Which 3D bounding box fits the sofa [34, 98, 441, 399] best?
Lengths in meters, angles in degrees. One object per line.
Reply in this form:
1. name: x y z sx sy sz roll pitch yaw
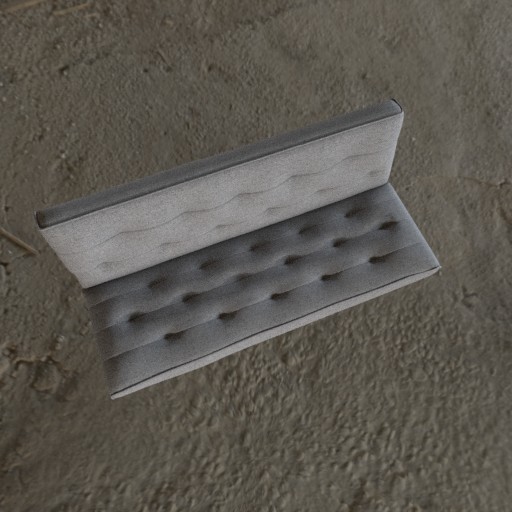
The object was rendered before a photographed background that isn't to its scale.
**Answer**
1. sofa: 0.000 0.000 2.298 1.820 0.830 0.810 -20 67 -9
